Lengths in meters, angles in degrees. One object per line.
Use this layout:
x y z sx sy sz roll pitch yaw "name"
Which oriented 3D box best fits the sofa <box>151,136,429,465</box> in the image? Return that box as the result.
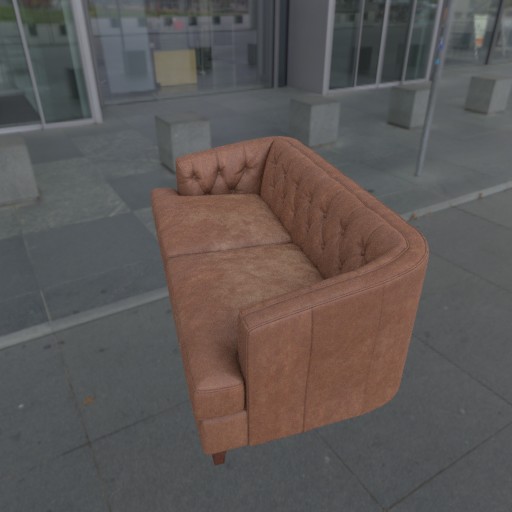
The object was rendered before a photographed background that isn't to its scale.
0.000 0.000 2.236 0.914 0.786 1.755 -8 31 -14 "sofa"
